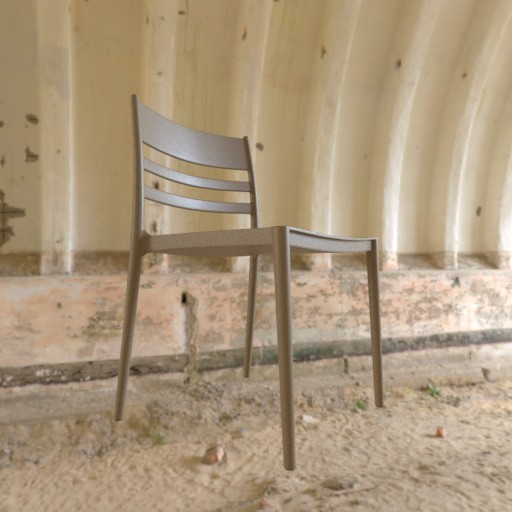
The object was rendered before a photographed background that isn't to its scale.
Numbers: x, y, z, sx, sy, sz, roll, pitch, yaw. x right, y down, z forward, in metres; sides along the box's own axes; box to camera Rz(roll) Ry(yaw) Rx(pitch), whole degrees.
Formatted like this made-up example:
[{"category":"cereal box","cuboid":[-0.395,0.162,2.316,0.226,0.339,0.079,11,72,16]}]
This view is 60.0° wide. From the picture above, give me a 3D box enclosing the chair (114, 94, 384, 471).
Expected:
[{"category":"chair","cuboid":[0.000,0.000,1.154,0.511,0.800,0.531,-1,-1,37]}]
